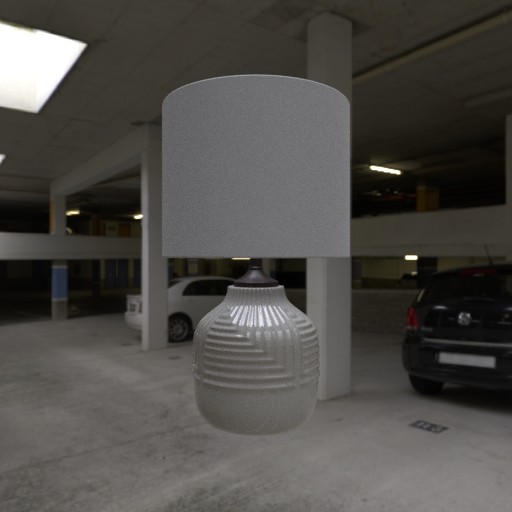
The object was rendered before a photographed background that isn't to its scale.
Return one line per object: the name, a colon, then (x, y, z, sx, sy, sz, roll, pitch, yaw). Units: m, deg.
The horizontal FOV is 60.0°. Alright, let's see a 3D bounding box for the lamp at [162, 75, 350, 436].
lamp: (0.000, 0.000, 0.767, 0.318, 0.567, 0.318, 0, 0, 0)
